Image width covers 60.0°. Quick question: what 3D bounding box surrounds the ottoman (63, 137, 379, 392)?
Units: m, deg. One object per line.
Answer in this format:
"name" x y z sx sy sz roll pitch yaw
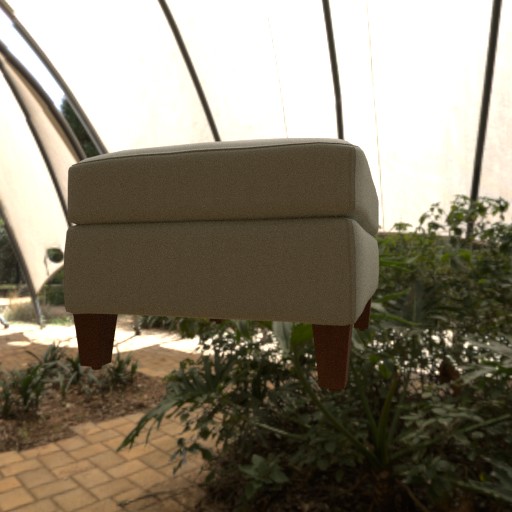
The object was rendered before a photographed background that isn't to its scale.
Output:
"ottoman" 0.000 0.000 1.223 0.634 0.496 0.818 0 0 18
